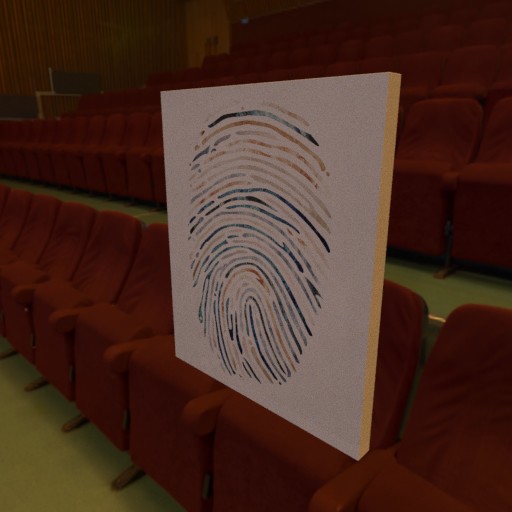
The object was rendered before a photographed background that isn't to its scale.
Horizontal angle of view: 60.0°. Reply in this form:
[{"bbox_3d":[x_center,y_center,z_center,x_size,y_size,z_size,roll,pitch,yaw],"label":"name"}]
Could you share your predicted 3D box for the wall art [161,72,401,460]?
[{"bbox_3d":[0.000,0.000,0.838,0.508,0.606,0.037,15,22,41],"label":"wall art"}]
